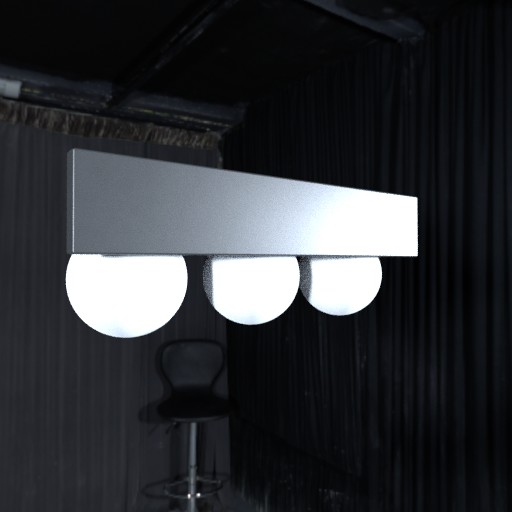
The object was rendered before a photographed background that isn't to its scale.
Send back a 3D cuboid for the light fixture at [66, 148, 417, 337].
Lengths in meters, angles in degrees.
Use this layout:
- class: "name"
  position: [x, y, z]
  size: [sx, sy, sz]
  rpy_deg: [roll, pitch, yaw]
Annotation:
- class: "light fixture"
  position: [0.000, 0.000, 0.848]
  size: [0.721, 0.263, 0.218]
  rpy_deg: [0, -1, -36]
